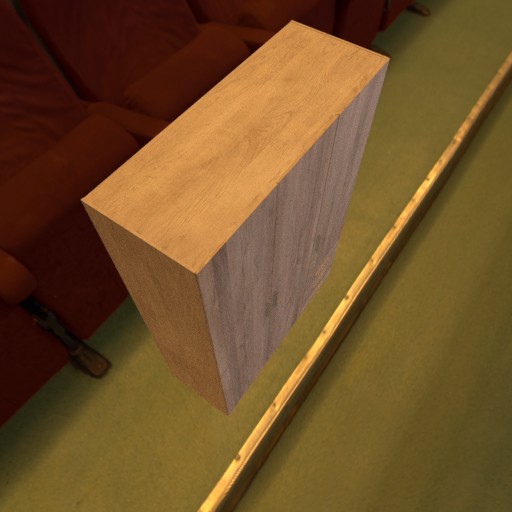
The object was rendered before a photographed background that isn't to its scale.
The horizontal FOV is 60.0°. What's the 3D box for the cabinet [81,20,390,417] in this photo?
[{"bbox_3d":[0.000,0.000,2.478,0.510,1.910,1.290,31,63,18],"label":"cabinet"}]
